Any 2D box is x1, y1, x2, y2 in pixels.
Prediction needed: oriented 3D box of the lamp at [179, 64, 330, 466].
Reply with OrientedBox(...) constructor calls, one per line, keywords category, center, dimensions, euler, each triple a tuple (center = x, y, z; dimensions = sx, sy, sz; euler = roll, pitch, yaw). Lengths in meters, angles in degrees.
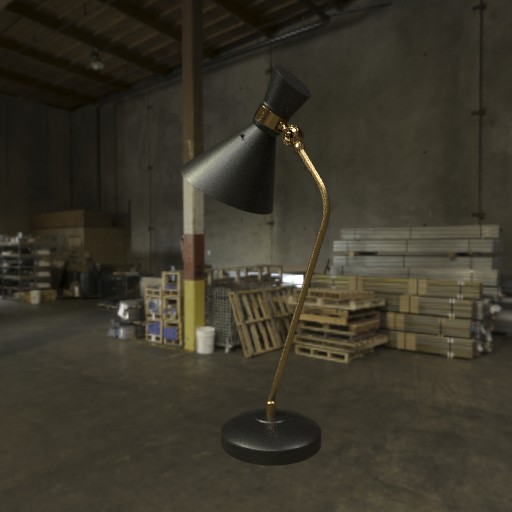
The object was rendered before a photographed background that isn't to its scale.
OrientedBox(category="lamp", center=(0.000, 0.000, 0.786), dimensions=(0.292, 0.647, 0.189), euler=(1, 1, 38))
